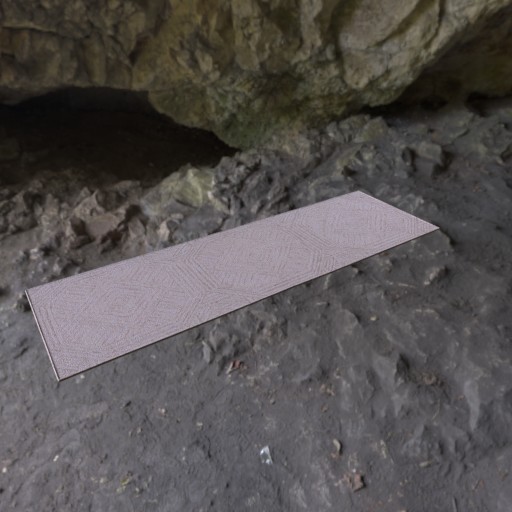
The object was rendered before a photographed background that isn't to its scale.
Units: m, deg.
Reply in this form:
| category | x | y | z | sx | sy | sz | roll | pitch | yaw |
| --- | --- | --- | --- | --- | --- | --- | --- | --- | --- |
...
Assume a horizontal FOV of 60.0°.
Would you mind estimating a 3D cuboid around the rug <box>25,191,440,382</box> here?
| category | x | y | z | sx | sy | sz | roll | pitch | yaw |
| --- | --- | --- | --- | --- | --- | --- | --- | --- | --- |
| rug | 0.000 | 0.000 | 2.672 | 2.452 | 0.012 | 0.775 | -19 | 36 | -28 |
